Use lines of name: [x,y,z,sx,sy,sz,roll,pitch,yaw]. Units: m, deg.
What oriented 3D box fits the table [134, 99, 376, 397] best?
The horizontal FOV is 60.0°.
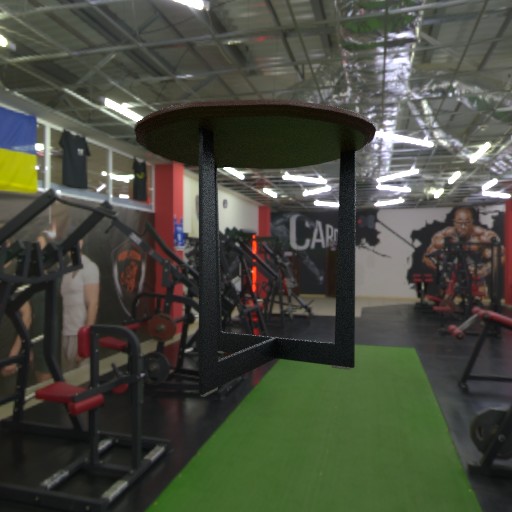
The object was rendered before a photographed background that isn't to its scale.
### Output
table: [0.000,0.000,0.907,0.477,0.476,0.494,0,1,17]
